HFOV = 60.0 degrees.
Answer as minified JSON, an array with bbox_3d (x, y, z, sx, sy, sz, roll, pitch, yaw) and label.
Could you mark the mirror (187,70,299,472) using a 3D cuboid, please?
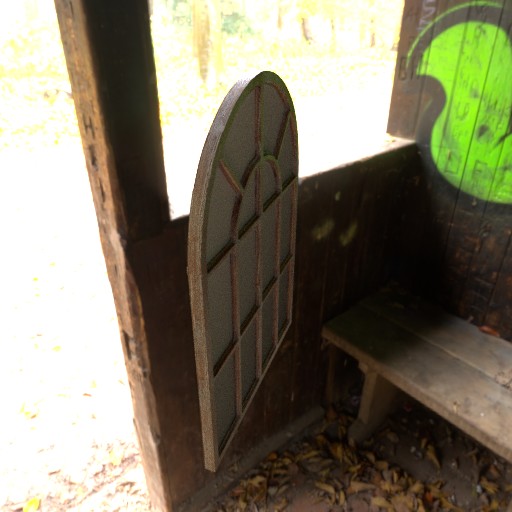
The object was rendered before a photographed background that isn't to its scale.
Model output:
[{"bbox_3d":[0.000,0.000,1.183,0.032,0.920,0.660,11,31,18],"label":"mirror"}]
